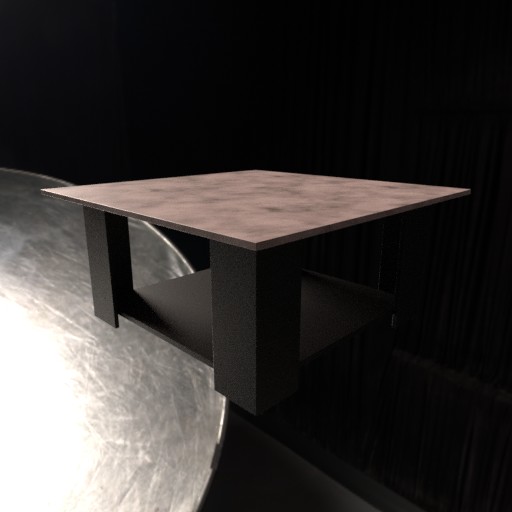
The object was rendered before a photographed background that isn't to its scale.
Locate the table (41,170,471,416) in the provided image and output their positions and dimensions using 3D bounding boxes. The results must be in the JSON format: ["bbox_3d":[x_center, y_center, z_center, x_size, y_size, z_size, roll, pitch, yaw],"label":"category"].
[{"bbox_3d":[0.000,0.000,1.017,0.670,0.305,0.670,15,22,43],"label":"table"}]
